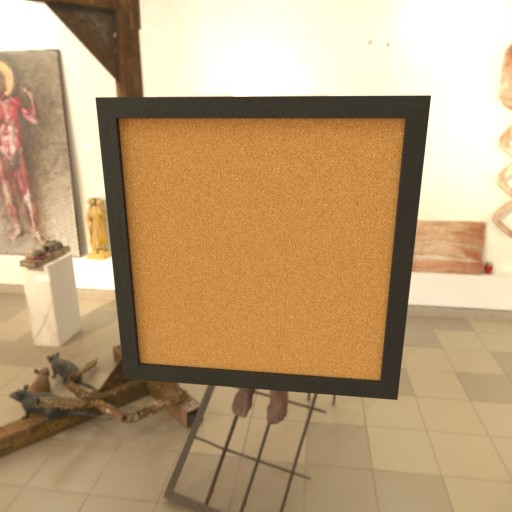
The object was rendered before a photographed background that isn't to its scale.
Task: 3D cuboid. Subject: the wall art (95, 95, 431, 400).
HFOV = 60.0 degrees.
[{"bbox_3d":[0.000,0.000,1.500,1.016,1.016,0.038,2,18,7],"label":"wall art"}]
